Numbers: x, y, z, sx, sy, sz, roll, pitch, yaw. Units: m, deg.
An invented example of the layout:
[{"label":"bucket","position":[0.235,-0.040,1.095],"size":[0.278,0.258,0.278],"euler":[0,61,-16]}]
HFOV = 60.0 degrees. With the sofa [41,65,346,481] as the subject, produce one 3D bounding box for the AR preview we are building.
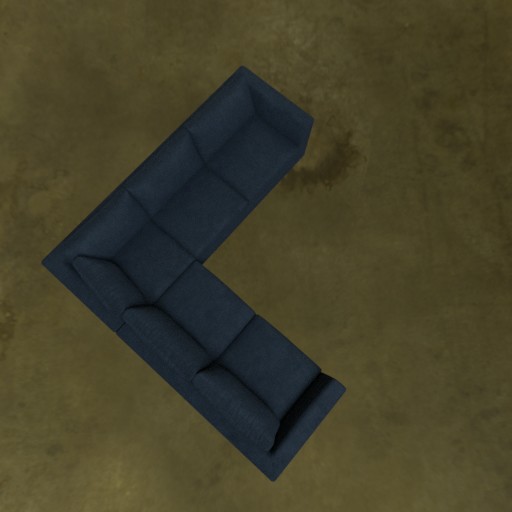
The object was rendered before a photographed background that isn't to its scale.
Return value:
[{"label":"sofa","position":[0.000,0.000,3.834],"size":[2.472,0.988,2.463],"euler":[40,79,10]}]
